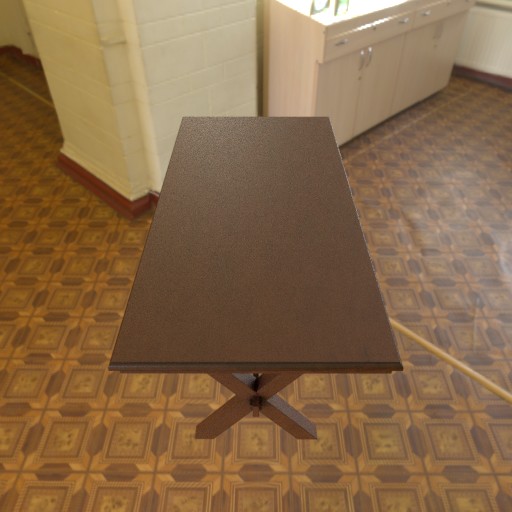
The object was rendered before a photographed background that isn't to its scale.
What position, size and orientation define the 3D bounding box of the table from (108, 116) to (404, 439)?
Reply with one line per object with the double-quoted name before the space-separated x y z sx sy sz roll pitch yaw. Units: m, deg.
"table" 0.000 0.000 1.487 0.594 0.459 1.197 0 41 0
